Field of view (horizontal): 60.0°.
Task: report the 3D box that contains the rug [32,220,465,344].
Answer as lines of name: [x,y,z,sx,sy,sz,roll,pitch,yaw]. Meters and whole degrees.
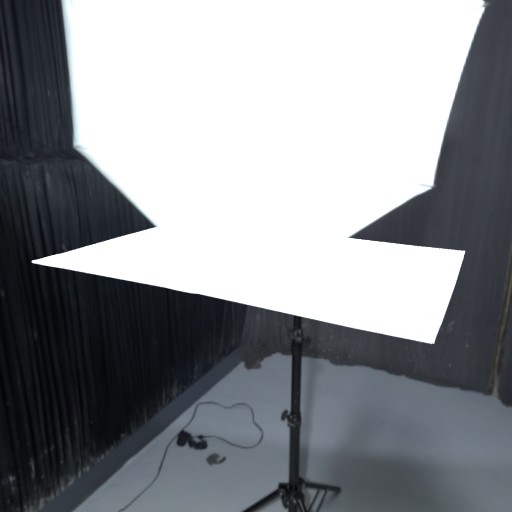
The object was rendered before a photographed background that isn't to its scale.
rug: [0.000,0.000,2.144,1.773,0.021,1.149,8,17,27]
